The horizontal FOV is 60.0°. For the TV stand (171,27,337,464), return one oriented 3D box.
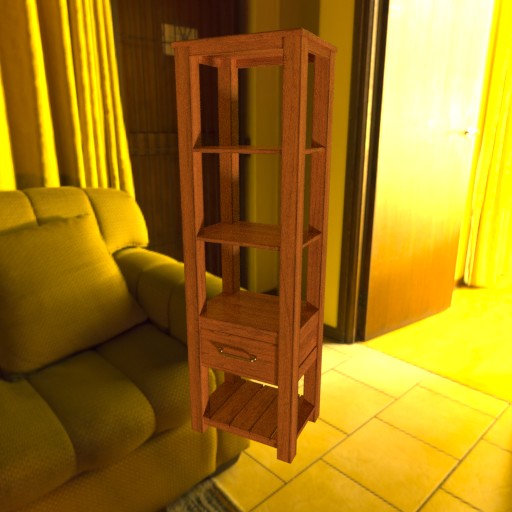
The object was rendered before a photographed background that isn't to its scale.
[{"bbox_3d":[0.000,0.000,2.085,0.565,1.828,0.435,8,18,26],"label":"TV stand"}]
